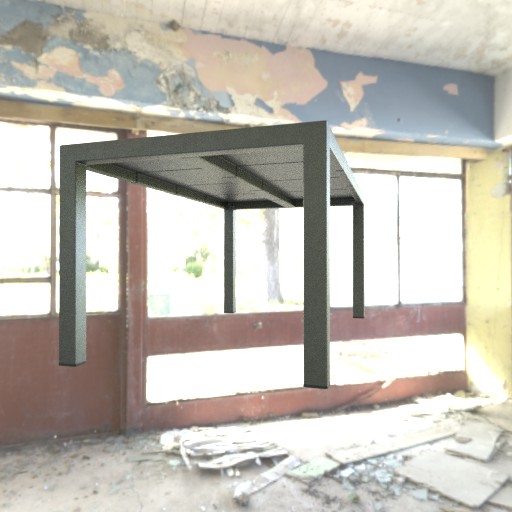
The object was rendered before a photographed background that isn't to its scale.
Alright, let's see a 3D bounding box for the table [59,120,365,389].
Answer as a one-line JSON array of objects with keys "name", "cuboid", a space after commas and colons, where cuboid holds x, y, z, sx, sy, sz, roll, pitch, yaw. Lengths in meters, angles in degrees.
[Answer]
[{"name": "table", "cuboid": [0.000, 0.000, 1.298, 0.559, 0.460, 0.965, 0, 0, 17]}]
